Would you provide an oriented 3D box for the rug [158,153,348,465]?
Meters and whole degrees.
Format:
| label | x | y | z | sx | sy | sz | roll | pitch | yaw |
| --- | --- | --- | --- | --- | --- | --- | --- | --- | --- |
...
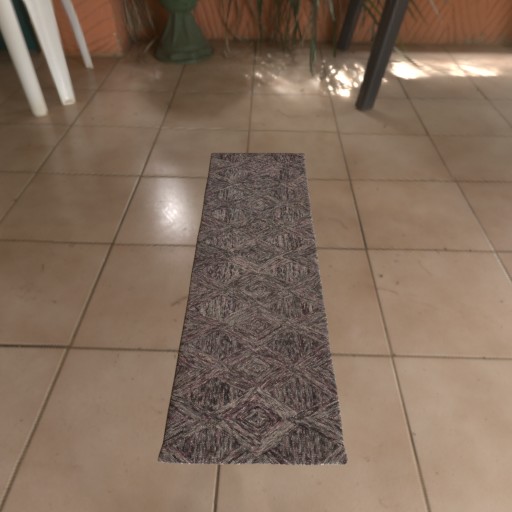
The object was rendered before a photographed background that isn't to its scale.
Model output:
| label | x | y | z | sx | sy | sz | roll | pitch | yaw |
| --- | --- | --- | --- | --- | --- | --- | --- | --- | --- |
| rug | 0.000 | 0.000 | 2.504 | 0.719 | 0.013 | 2.305 | 0 | 42 | 0 |
